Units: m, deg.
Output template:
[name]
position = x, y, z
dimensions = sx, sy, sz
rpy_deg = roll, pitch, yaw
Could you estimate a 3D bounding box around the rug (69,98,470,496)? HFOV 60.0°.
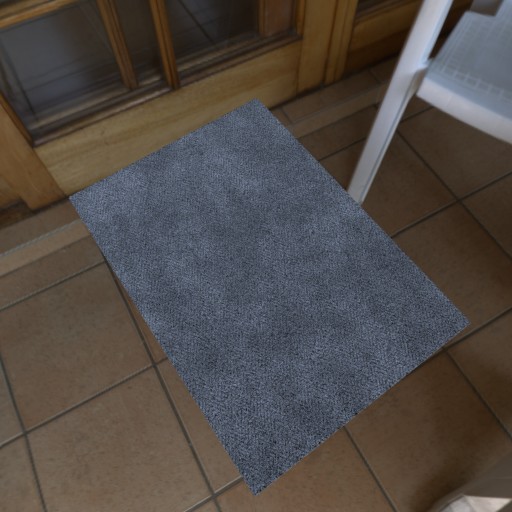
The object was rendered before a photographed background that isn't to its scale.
[rug]
position = 0.000, 0.000, 2.874
dimensions = 1.600, 0.008, 2.235
rpy_deg = -33, 68, -15
